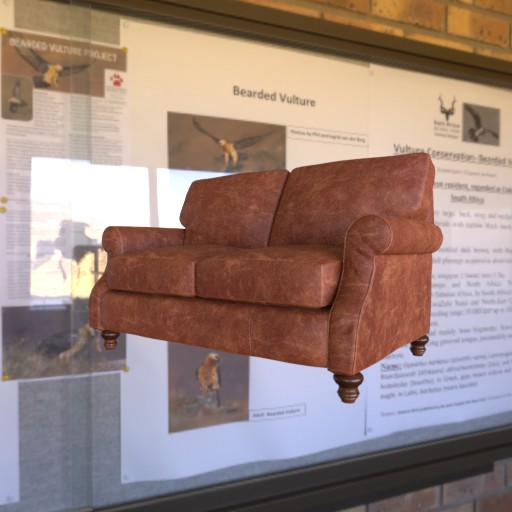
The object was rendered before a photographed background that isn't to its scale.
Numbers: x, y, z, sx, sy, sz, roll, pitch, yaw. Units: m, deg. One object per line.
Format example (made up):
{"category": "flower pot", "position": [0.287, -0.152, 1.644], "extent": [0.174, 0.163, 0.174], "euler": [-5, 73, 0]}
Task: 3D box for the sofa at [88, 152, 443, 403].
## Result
{"category": "sofa", "position": [0.000, 0.000, 2.207], "extent": [1.616, 0.967, 0.990], "euler": [1, 1, 36]}
